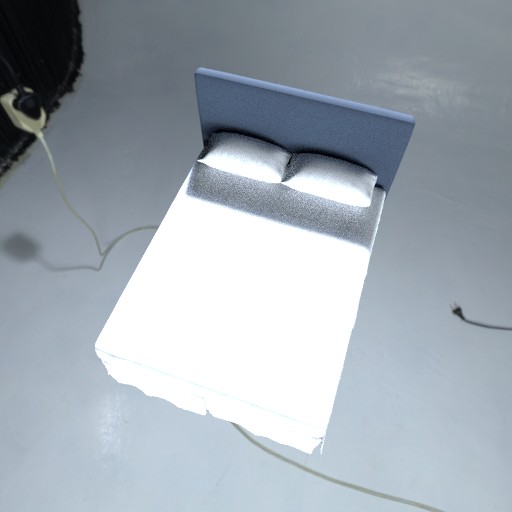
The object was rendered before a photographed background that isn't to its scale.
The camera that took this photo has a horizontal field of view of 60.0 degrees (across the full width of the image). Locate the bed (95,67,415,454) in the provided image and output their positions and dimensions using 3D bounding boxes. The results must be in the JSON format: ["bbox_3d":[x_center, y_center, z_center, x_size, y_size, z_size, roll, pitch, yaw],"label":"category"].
[{"bbox_3d":[0.000,0.000,3.249,1.713,1.330,2.162,17,61,10],"label":"bed"}]
